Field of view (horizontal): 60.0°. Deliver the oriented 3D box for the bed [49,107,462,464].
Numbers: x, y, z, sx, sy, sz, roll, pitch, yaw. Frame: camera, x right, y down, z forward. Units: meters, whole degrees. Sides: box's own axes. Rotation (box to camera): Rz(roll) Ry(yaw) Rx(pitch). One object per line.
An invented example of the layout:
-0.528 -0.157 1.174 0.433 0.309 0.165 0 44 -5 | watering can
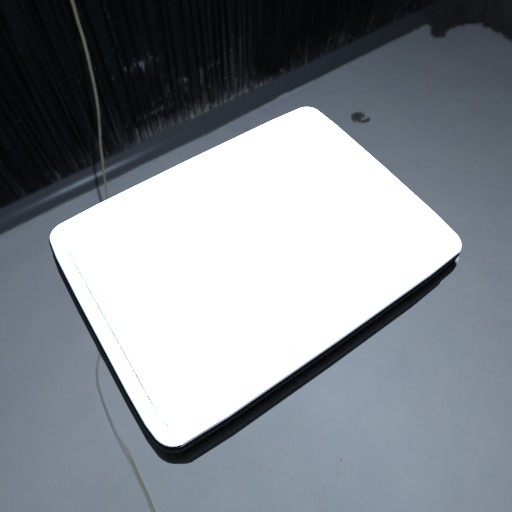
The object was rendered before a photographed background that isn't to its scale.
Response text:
0.000 0.000 2.653 2.036 0.460 1.520 -30 63 -17 | bed
